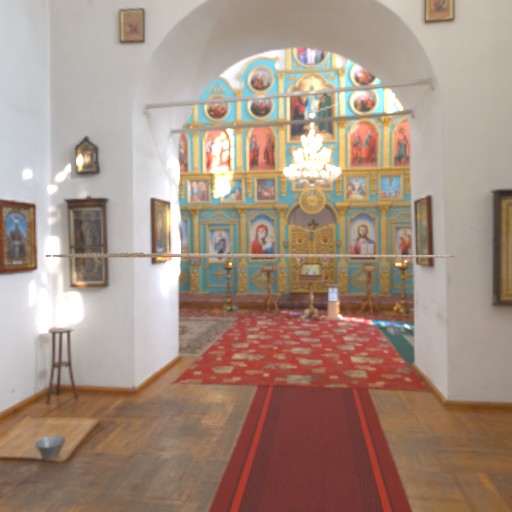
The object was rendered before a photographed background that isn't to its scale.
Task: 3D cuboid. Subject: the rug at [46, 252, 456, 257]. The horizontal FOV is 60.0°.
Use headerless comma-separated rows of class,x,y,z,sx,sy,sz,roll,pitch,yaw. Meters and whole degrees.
rug,0.000,0.000,2.314,1.771,0.015,1.223,0,0,-37
